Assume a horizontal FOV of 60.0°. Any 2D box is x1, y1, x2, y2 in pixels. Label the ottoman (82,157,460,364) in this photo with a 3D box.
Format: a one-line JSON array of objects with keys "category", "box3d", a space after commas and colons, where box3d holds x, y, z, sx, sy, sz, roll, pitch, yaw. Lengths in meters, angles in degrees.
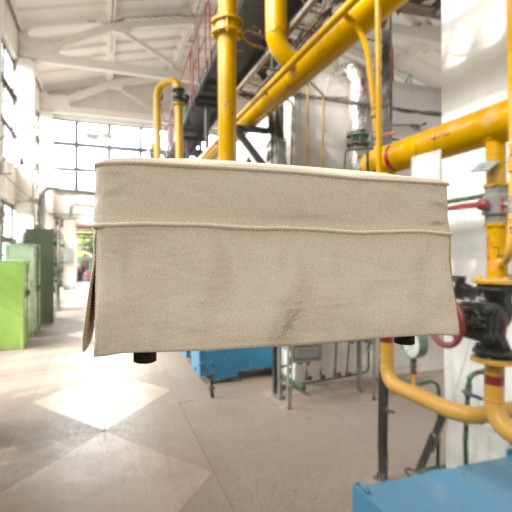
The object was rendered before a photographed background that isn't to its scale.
[{"category": "ottoman", "box3d": [0.000, 0.000, 1.336, 0.944, 0.479, 0.703, 0, 0, -18]}]
